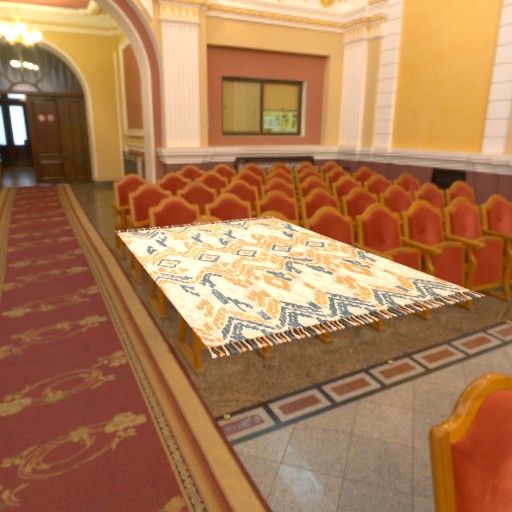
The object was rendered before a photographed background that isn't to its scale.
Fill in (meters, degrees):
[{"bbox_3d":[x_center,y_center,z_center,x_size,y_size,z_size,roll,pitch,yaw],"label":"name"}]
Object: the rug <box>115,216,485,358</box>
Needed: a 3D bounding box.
[{"bbox_3d":[0.000,0.000,3.070,1.533,0.010,2.428,-8,18,-25],"label":"rug"}]
